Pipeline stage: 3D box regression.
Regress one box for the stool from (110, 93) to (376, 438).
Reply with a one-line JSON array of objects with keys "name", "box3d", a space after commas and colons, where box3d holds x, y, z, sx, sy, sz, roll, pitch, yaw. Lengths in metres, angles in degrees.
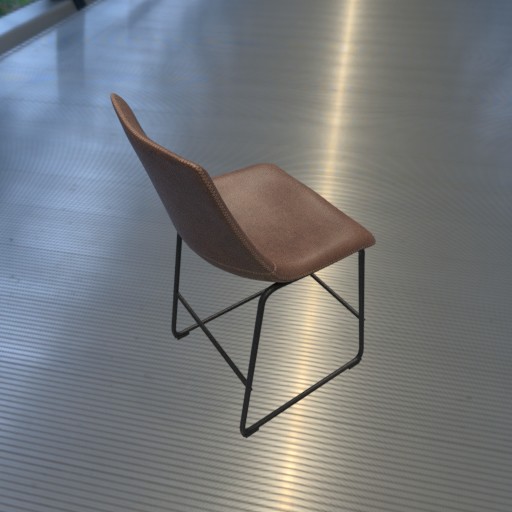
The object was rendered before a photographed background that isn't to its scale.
[{"name": "stool", "box3d": [0.000, 0.000, 1.212, 0.550, 0.890, 0.460, -25, 47, -25]}]
